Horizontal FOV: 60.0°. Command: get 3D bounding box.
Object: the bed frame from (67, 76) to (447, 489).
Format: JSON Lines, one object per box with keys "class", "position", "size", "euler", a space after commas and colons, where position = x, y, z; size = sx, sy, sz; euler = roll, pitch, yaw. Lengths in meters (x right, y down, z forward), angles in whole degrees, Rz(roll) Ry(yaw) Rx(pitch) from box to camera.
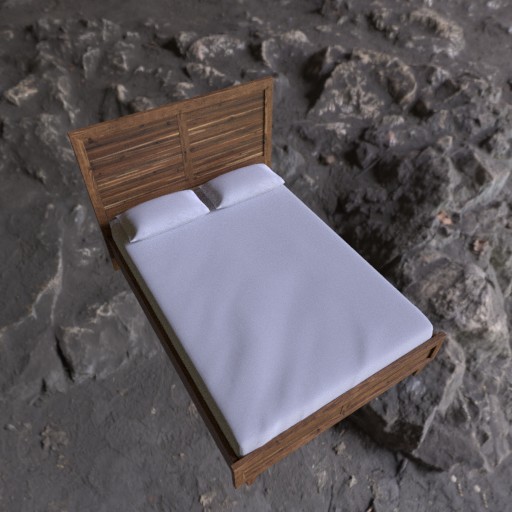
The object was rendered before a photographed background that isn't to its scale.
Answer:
{"class": "bed frame", "position": [0.000, 0.000, 3.245], "size": [1.696, 1.417, 2.276], "euler": [-24, 51, -21]}
